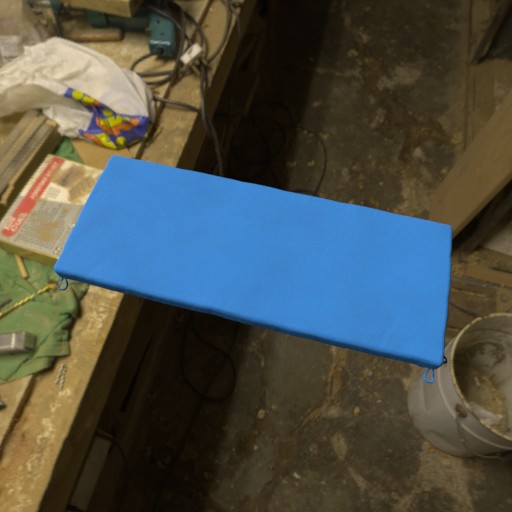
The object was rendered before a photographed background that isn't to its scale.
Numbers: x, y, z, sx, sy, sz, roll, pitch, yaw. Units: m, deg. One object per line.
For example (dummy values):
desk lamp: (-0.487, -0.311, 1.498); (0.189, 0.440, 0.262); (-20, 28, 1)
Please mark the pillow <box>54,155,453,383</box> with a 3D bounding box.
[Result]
pillow: (0.000, 0.000, 1.359); (1.187, 0.081, 0.492); (13, 63, 7)
